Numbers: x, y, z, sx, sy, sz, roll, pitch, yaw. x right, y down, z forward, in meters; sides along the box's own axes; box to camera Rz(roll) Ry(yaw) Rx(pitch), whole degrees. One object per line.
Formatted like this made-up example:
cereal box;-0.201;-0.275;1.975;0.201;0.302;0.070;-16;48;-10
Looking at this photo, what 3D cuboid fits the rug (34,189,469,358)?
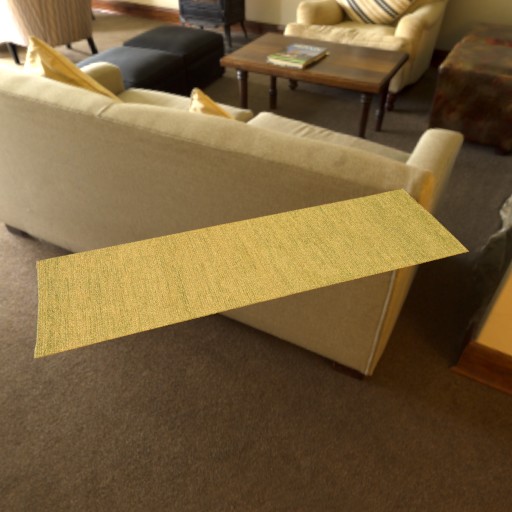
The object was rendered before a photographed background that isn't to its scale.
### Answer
rug;0.000;0.000;2.491;2.340;0.013;0.686;-12;43;-14
